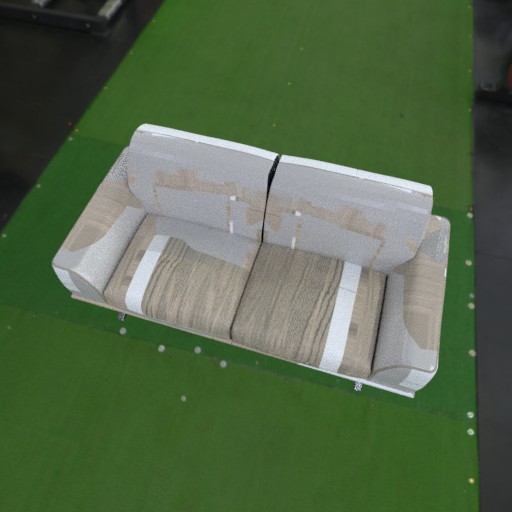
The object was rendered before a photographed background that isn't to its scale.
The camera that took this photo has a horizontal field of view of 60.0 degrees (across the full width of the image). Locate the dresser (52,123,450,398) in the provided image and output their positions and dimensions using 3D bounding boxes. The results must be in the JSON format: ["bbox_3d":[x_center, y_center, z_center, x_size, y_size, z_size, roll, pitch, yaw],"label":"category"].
[{"bbox_3d":[0.000,0.000,5.821,4.679,1.863,2.251,15,59,9],"label":"dresser"}]
